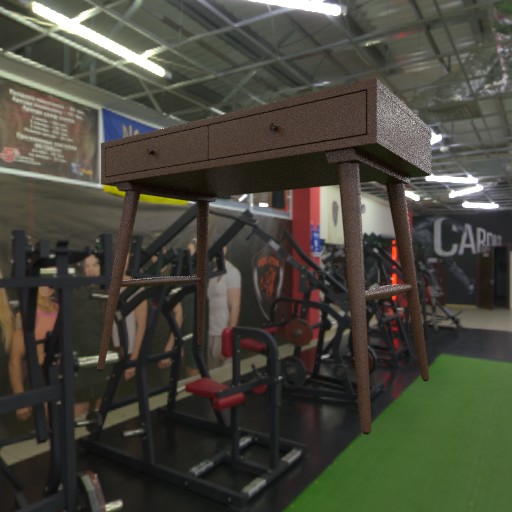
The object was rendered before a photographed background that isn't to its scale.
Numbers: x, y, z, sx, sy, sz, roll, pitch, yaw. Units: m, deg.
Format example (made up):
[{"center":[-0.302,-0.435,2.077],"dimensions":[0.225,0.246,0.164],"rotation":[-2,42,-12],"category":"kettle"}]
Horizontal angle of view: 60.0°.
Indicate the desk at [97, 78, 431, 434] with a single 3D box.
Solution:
[{"center":[0.000,0.000,1.404],"dimensions":[0.949,0.758,0.510],"rotation":[0,0,35],"category":"desk"}]
